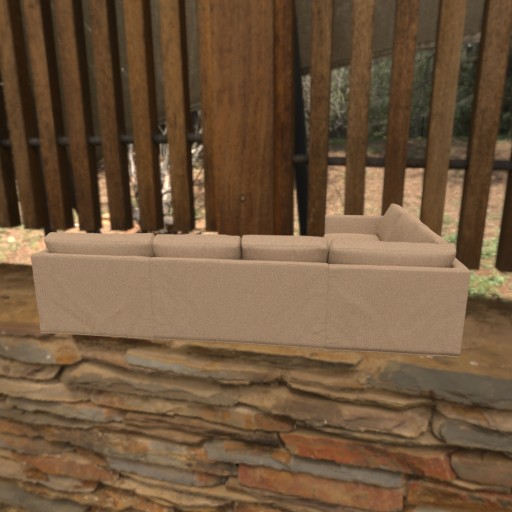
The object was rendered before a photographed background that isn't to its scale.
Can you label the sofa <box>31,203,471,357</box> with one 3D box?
[{"bbox_3d":[0.000,0.000,4.617,3.460,0.882,2.427,2,15,7],"label":"sofa"}]
